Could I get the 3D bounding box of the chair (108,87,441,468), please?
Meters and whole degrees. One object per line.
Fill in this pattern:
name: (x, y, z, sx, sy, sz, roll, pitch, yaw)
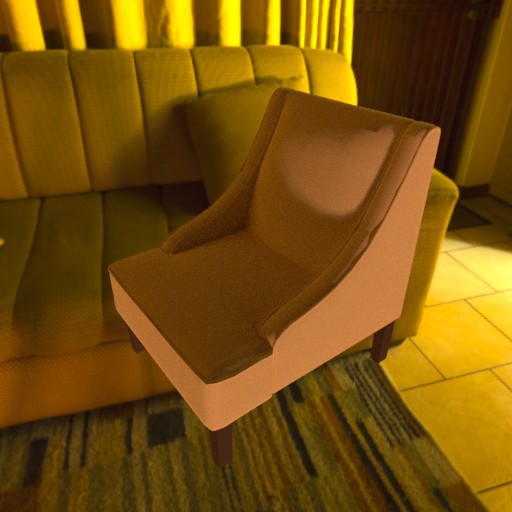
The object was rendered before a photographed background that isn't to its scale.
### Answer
chair: (0.000, 0.000, 1.474, 0.806, 0.886, 0.689, -21, 38, -31)
